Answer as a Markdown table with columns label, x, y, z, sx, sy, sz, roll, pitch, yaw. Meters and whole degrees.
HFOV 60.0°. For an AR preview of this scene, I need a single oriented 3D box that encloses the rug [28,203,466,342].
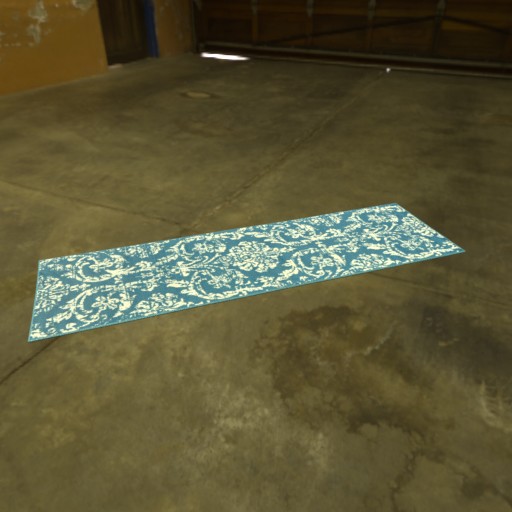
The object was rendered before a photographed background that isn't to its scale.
| label | x | y | z | sx | sy | sz | roll | pitch | yaw |
| --- | --- | --- | --- | --- | --- | --- | --- | --- | --- |
| rug | 0.000 | 0.000 | 2.377 | 2.196 | 0.011 | 0.662 | -10 | 33 | -16 |
